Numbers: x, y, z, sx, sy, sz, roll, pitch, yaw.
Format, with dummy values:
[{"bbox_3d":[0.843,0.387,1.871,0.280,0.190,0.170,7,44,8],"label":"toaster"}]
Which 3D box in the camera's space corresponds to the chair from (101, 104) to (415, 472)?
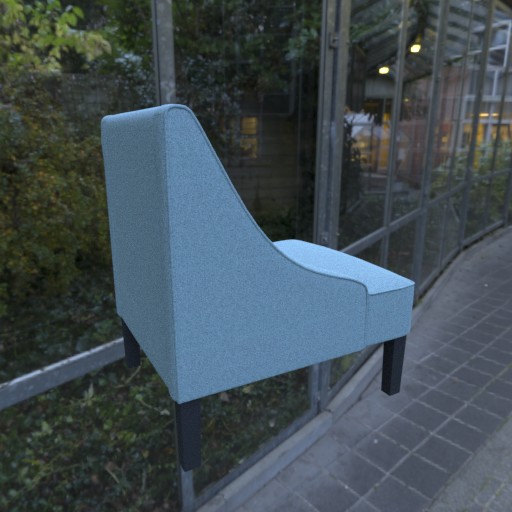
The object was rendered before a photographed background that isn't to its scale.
[{"bbox_3d":[0.000,0.000,1.855,1.025,1.133,0.857,-8,17,-28],"label":"chair"}]
